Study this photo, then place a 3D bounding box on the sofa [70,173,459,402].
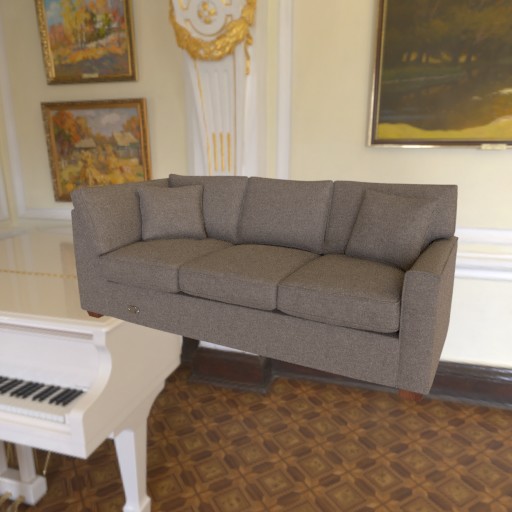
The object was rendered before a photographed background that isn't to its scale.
[{"bbox_3d":[0.000,0.000,2.866,2.317,0.962,1.061,7,16,28],"label":"sofa"}]
